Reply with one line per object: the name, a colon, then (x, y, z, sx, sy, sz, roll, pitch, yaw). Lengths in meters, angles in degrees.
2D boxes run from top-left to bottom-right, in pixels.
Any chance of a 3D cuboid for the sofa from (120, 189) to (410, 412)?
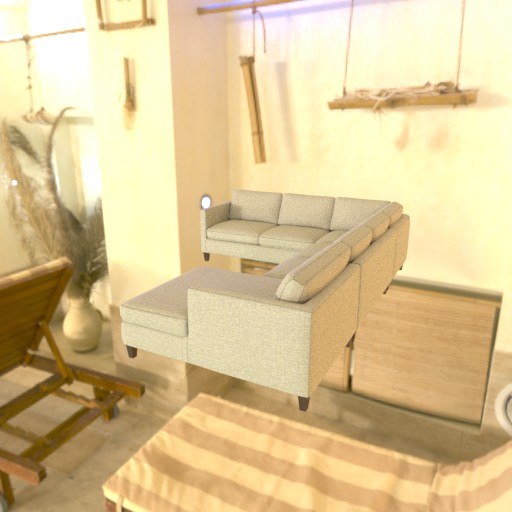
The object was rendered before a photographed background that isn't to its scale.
sofa: (0.000, 0.000, 4.639, 2.551, 0.889, 3.403, 8, 18, 27)
